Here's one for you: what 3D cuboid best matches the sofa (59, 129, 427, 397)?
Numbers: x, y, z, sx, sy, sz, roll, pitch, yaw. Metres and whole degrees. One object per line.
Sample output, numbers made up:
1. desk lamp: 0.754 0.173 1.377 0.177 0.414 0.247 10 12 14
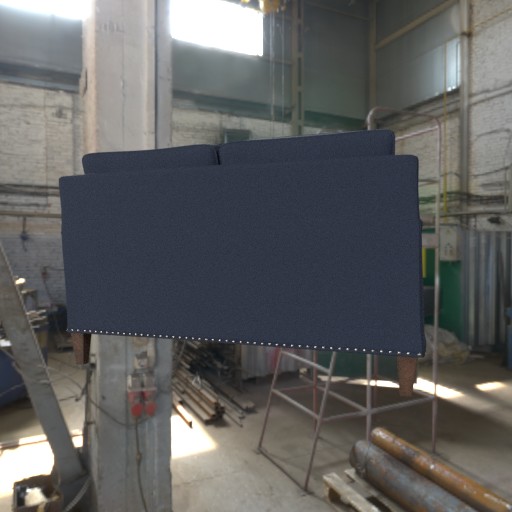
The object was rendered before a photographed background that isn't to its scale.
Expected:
1. sofa: 0.000 0.000 2.235 1.597 1.003 1.084 0 1 18
